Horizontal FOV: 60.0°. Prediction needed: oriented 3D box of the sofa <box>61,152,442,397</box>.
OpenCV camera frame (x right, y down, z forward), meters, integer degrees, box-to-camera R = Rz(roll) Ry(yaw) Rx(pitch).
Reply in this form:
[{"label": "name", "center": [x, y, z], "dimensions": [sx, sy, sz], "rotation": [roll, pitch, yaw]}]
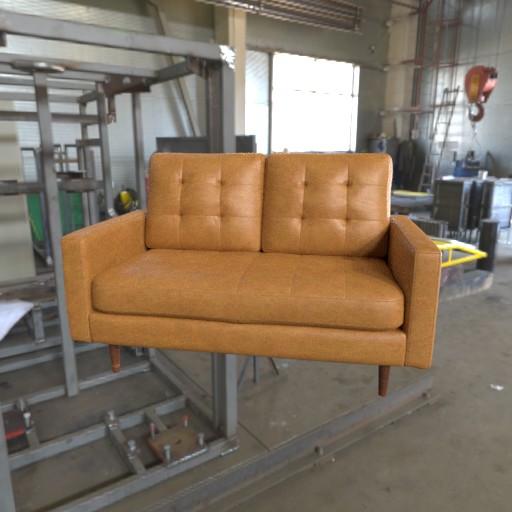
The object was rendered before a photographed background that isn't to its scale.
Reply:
[{"label": "sofa", "center": [0.000, 0.000, 2.001], "dimensions": [1.430, 0.898, 0.868], "rotation": [2, 14, 9]}]
